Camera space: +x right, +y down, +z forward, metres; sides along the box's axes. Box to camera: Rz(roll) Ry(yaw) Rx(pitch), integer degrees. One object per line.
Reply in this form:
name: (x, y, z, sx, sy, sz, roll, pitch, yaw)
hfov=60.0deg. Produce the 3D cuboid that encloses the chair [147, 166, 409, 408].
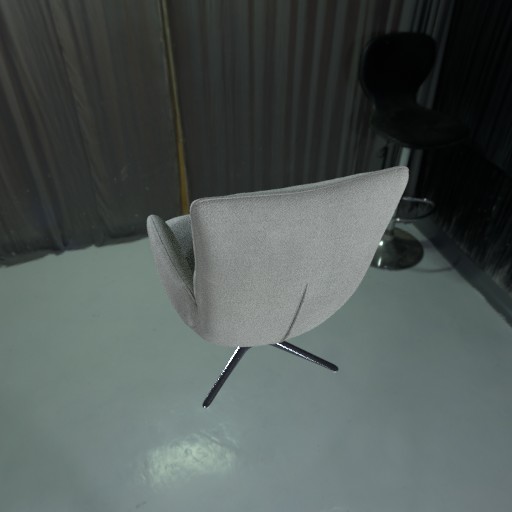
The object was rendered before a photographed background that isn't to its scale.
chair: (0.000, 0.000, 1.601, 0.711, 1.016, 0.889, -12, 41, -14)
